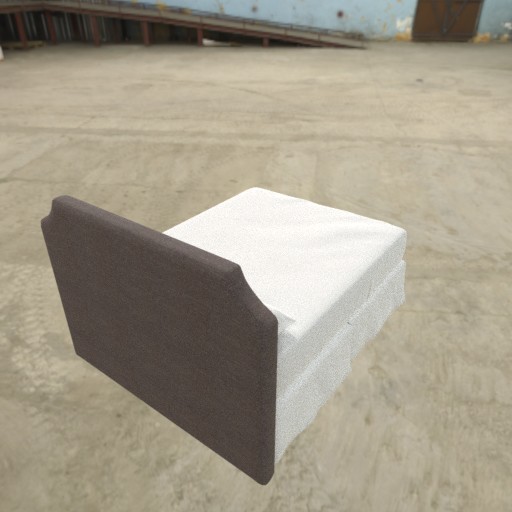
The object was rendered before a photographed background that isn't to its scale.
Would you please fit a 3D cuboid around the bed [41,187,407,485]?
[{"bbox_3d":[0.000,0.000,3.167,1.693,1.290,2.116,21,37,31],"label":"bed"}]
